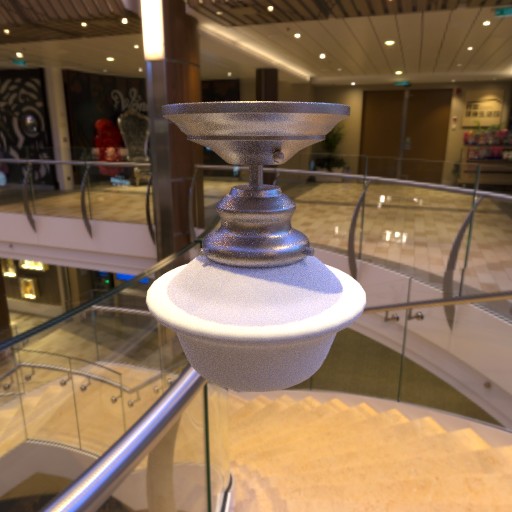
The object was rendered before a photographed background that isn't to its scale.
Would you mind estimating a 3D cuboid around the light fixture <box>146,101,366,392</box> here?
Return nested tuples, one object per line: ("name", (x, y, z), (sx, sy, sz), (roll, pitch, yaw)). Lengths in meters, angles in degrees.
("light fixture", (0.000, 0.000, 0.398), (0.199, 0.254, 0.199), (0, 16, 0))
